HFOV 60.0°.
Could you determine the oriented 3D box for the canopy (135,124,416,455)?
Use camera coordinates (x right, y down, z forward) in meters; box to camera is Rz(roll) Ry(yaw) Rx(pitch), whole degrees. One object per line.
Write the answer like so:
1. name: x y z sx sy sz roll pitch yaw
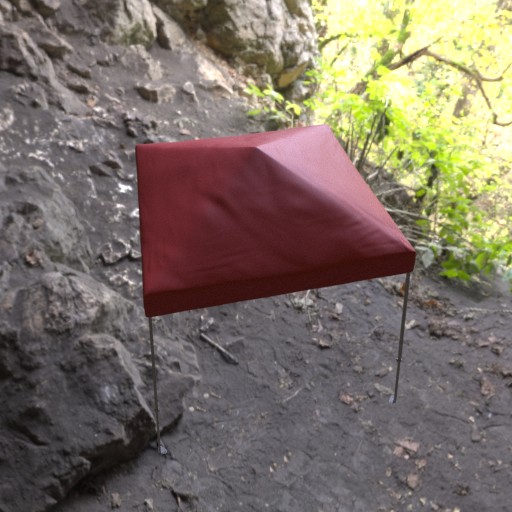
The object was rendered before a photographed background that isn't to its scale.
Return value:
1. canopy: 0.000 0.000 5.130 2.848 2.849 2.849 -9 45 -9
